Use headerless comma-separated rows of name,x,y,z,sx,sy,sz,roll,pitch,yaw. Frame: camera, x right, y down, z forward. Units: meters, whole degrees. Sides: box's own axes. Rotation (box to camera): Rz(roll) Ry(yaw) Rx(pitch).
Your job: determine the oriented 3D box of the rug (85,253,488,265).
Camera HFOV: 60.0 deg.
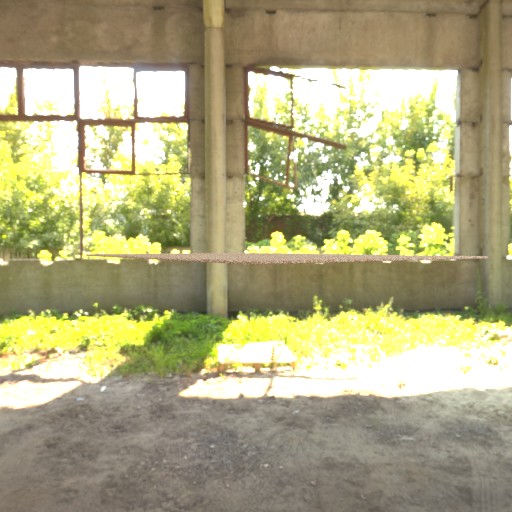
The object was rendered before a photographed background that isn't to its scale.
rug,0.000,0.000,2.758,1.566,0.013,2.141,-1,1,-36
